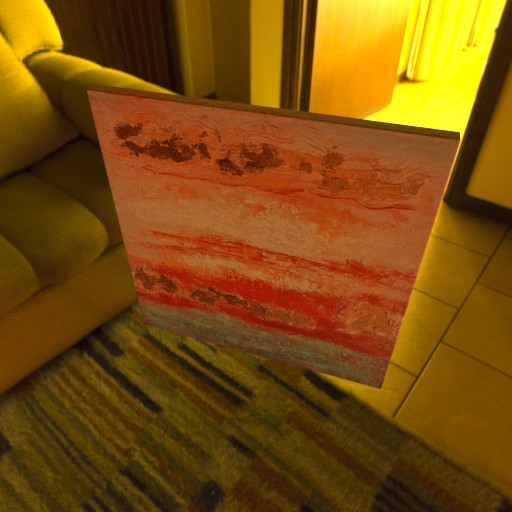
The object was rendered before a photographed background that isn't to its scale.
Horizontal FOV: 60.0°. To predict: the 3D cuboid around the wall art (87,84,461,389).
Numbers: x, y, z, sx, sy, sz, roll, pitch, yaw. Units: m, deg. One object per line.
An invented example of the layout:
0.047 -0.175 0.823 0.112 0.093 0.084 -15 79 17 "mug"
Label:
0.000 0.000 1.096 0.747 0.747 0.035 12 42 14 "wall art"
